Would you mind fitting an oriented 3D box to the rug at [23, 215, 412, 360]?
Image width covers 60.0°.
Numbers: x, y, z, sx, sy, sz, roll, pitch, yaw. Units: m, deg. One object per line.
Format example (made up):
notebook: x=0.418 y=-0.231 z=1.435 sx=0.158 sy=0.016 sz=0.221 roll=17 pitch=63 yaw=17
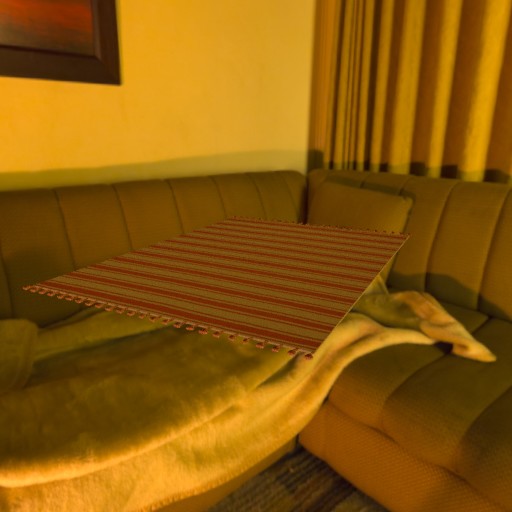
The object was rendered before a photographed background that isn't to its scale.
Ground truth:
rug: x=0.000 y=0.000 z=4.415 sx=2.451 sy=0.035 sz=3.369 roll=8 pitch=18 yaw=26
